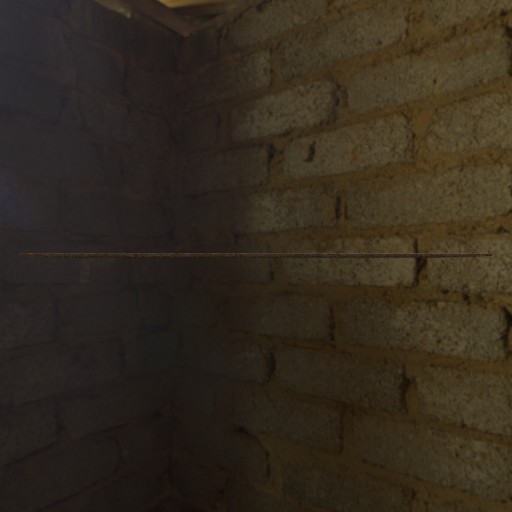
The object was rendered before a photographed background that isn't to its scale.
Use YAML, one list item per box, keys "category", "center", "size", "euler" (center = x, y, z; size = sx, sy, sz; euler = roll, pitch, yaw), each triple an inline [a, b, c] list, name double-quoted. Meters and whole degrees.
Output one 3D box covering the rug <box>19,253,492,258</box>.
- category: "rug"
  center: [0.000, 0.000, 2.485]
  size: [2.289, 0.013, 0.691]
  euler: [0, -1, 0]
